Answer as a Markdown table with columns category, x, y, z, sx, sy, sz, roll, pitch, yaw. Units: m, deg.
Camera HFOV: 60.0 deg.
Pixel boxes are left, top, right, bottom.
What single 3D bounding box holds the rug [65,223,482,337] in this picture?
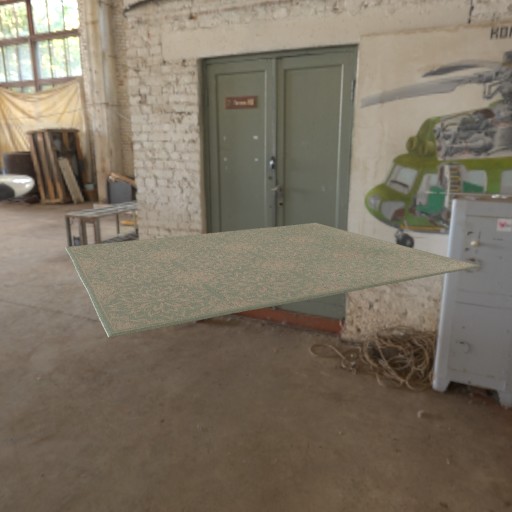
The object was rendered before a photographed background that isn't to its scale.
| category | x | y | z | sx | sy | sz | roll | pitch | yaw |
| --- | --- | --- | --- | --- | --- | --- | --- | --- | --- |
| rug | 0.000 | 0.000 | 3.999 | 2.980 | 0.012 | 2.363 | -7 | 16 | -27 |
